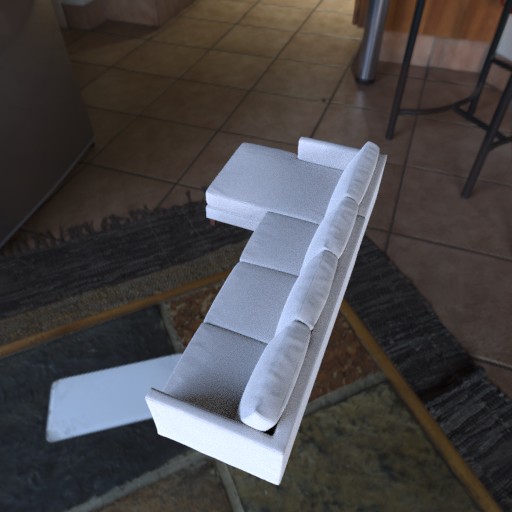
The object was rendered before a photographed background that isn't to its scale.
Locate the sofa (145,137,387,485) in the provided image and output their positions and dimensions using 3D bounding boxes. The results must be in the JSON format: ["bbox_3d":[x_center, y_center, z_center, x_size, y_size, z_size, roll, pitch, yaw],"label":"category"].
[{"bbox_3d":[0.000,0.000,3.898,1.625,0.861,3.186,17,50,15],"label":"sofa"}]
